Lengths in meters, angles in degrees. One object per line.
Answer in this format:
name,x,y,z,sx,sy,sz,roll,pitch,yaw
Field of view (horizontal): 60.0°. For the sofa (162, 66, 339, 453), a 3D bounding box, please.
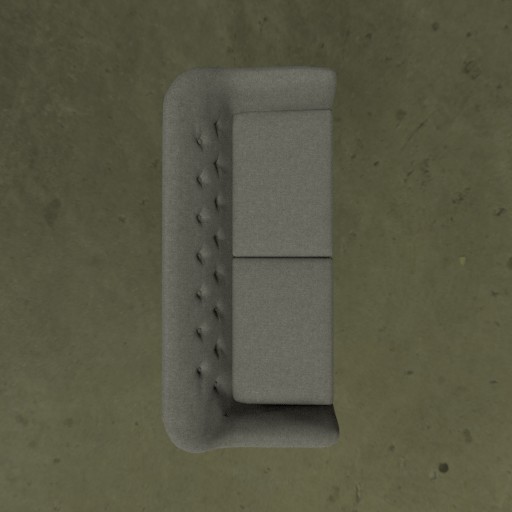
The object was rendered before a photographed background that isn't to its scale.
sofa,0.000,0.000,2.282,0.820,0.820,1.840,0,89,-1
